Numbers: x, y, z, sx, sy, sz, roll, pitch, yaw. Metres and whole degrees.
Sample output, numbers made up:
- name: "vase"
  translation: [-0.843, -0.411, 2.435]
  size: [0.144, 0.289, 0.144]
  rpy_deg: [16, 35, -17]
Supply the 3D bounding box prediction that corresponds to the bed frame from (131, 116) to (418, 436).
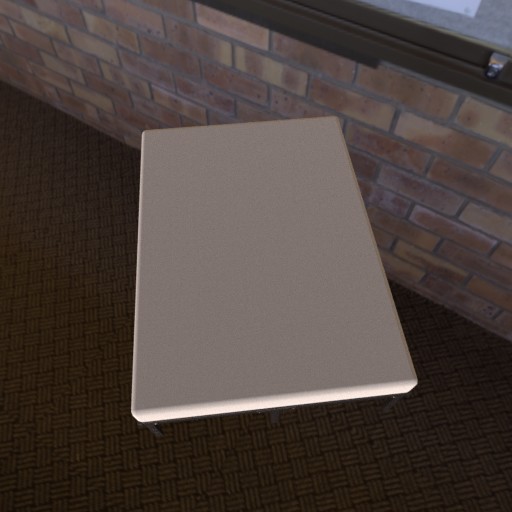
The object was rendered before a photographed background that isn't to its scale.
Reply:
- name: "bed frame"
  translation: [0.000, 0.000, 3.818]
  size: [2.205, 0.680, 2.842]
  rpy_deg: [1, 58, 1]
